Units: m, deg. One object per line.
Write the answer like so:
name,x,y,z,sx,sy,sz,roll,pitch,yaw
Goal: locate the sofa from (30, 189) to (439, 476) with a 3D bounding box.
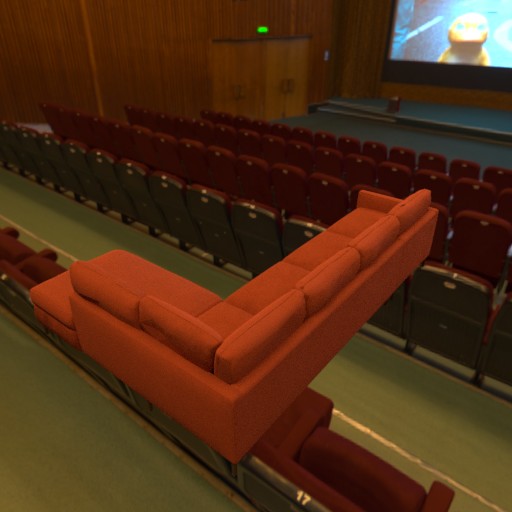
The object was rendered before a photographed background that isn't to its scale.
sofa,0.000,0.000,3.473,1.879,0.757,2.736,22,37,33
